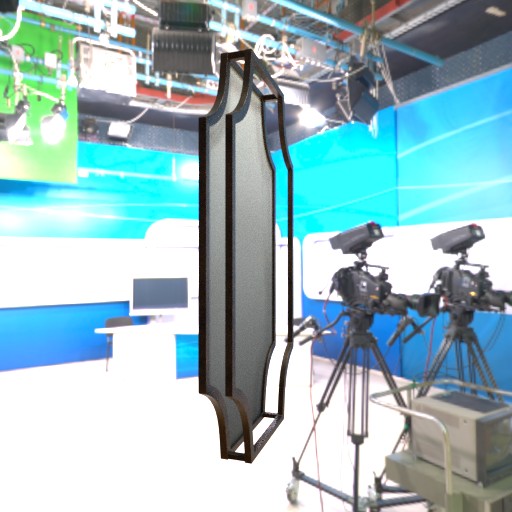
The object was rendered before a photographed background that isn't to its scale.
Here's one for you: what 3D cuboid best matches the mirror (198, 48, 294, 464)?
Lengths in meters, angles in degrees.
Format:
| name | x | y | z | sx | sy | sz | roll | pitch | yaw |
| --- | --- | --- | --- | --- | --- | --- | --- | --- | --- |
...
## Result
| name | x | y | z | sx | sy | sz | roll | pitch | yaw |
| --- | --- | --- | --- | --- | --- | --- | --- | --- | --- |
| mirror | 0.000 | 0.000 | 0.997 | 0.066 | 0.811 | 0.462 | 0 | 0 | 18 |
